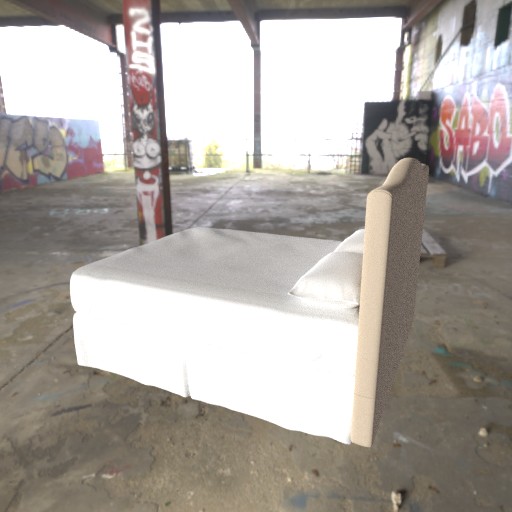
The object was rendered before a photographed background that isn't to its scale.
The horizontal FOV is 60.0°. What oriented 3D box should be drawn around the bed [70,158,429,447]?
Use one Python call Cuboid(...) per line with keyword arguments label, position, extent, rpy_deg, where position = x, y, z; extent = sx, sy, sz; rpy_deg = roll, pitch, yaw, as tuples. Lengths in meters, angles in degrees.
Cuboid(label="bed", position=(0.000, 0.000, 3.257), extent=(2.143, 1.460, 1.753), rpy_deg=(7, 17, 24))
